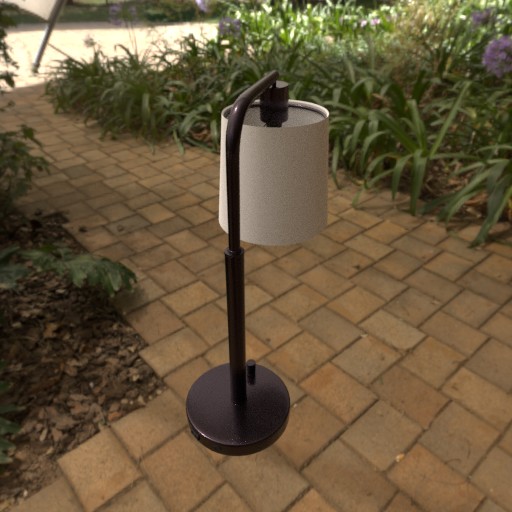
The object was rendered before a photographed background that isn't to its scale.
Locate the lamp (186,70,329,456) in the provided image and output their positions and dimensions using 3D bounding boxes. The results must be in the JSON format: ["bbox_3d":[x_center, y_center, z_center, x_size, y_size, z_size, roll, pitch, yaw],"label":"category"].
[{"bbox_3d":[0.000,0.000,0.651,0.171,0.489,0.333,11,33,17],"label":"lamp"}]
